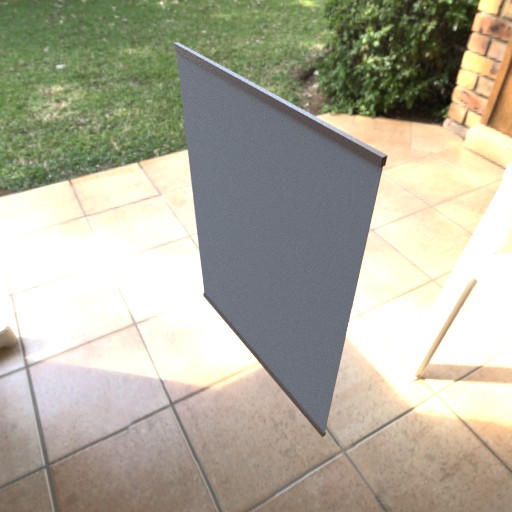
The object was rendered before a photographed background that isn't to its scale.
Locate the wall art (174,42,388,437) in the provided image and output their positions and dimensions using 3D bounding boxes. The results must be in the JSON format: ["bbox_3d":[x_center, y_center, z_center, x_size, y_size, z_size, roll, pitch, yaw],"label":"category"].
[{"bbox_3d":[0.000,0.000,1.325,0.013,1.016,0.758,-26,48,-25],"label":"wall art"}]
